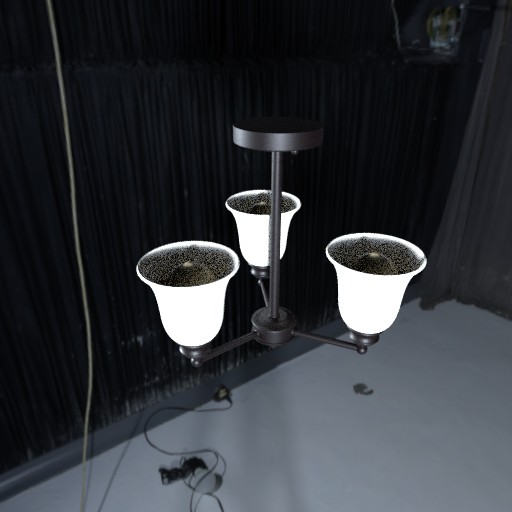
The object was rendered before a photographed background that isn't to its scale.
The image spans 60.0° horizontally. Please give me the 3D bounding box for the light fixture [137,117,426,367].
[{"bbox_3d":[0.000,0.000,0.654,0.354,0.370,0.388,-18,32,-32],"label":"light fixture"}]
